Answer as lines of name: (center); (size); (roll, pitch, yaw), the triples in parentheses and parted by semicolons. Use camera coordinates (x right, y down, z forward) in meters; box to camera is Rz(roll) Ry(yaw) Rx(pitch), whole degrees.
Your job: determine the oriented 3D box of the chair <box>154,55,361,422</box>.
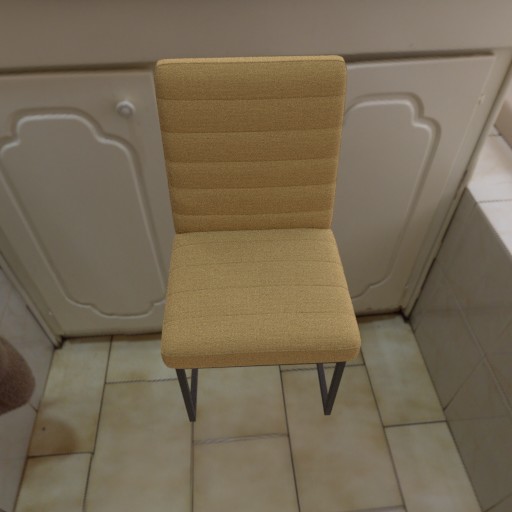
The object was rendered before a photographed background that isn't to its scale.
chair: (0.000, 0.000, 1.316); (0.520, 0.930, 0.634); (-2, 47, -2)
